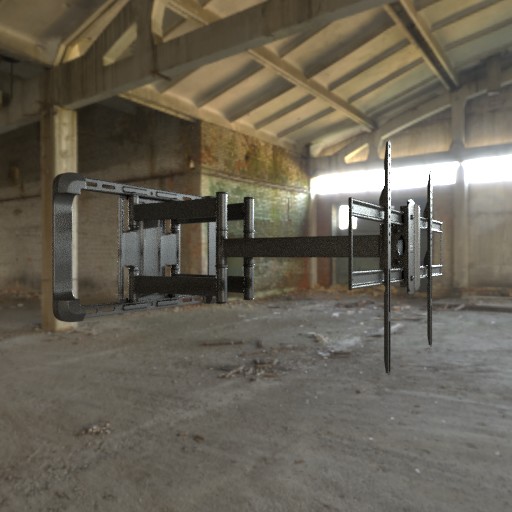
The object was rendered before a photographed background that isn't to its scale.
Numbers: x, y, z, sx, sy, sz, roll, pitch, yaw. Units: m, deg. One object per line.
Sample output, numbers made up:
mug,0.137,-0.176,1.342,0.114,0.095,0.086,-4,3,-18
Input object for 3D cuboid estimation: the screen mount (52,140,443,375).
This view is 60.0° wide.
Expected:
screen mount,0.000,0.000,1.296,0.905,0.483,0.725,0,0,35
